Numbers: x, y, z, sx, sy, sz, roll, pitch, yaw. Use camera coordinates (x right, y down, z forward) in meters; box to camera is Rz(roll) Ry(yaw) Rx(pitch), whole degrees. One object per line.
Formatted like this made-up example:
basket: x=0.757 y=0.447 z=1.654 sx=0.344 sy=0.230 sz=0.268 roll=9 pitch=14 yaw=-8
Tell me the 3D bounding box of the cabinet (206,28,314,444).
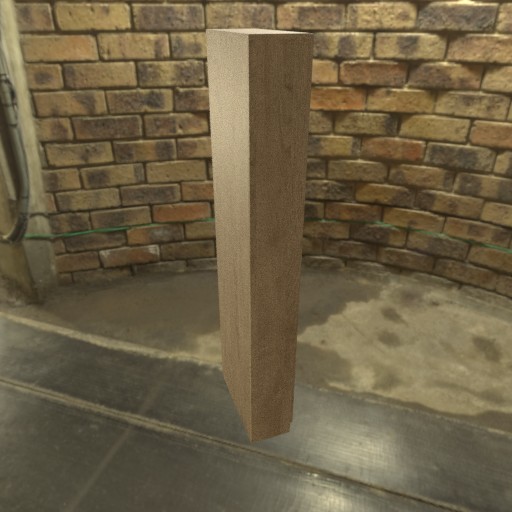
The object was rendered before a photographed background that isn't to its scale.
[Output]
cabinet: x=0.000 y=0.000 z=1.976 sx=0.230 sy=1.790 sz=0.500 roll=-10 pitch=30 yaw=-18
